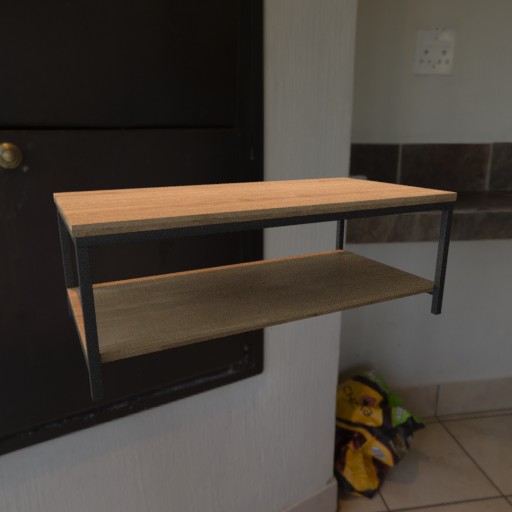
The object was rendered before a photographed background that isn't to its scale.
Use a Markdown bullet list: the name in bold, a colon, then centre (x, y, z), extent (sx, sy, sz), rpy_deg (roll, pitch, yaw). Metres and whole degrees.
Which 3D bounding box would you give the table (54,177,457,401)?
- **table**: centre (0.000, 0.000, 1.403), extent (1.100, 0.399, 0.551), rpy_deg (-8, 17, -26)
